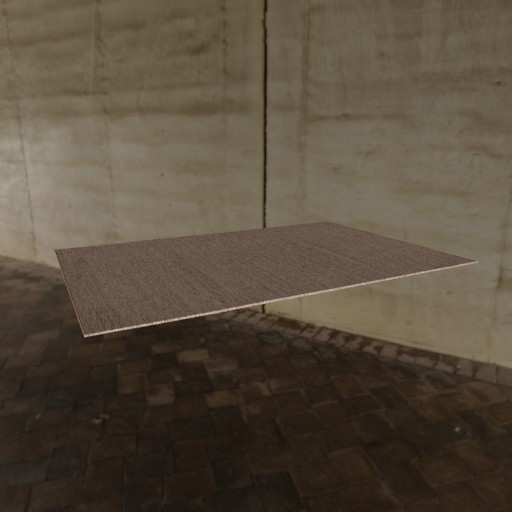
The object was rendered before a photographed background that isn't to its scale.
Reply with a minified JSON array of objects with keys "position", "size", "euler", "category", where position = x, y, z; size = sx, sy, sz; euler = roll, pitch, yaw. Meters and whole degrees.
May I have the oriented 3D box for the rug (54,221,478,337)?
[{"position":[0.000,0.000,2.307],"size":[1.840,0.013,1.225],"euler":[-8,17,-27],"category":"rug"}]
